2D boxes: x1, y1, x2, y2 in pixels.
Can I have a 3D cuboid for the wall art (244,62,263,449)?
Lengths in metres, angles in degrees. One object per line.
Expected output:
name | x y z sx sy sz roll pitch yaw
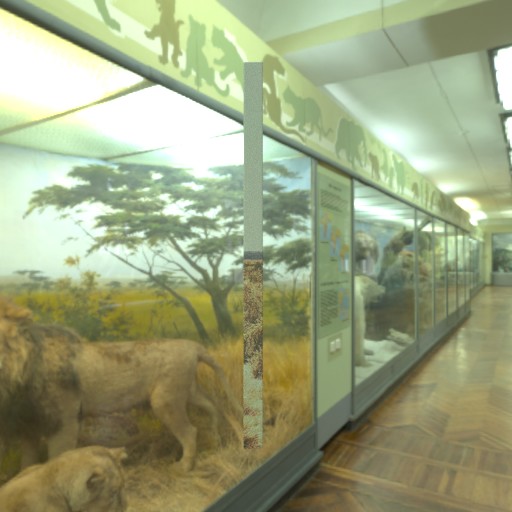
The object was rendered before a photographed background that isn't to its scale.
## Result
wall art | 0.000 0.000 1.923 0.051 1.016 1.520 0 0 1
